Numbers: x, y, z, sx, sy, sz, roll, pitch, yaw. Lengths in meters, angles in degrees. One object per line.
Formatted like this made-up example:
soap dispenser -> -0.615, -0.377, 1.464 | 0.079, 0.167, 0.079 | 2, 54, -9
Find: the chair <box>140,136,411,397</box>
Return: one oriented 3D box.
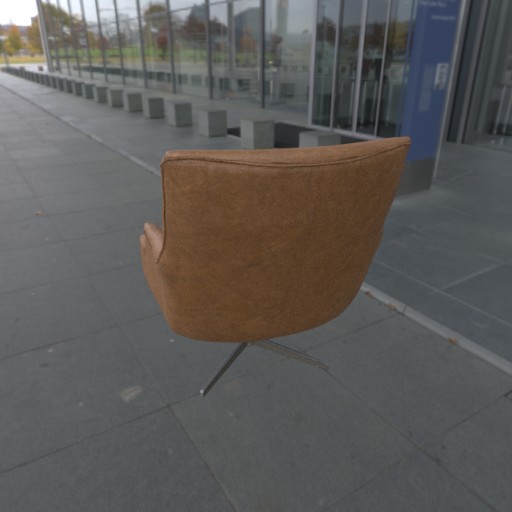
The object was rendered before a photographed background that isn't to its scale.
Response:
chair -> 0.000, 0.000, 1.505 | 0.729, 0.869, 0.874 | -7, 26, -16
